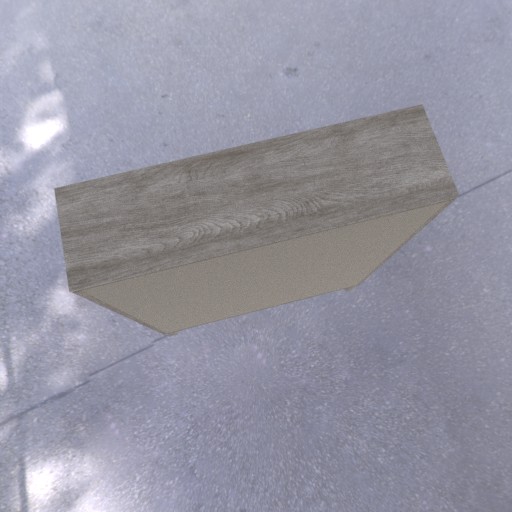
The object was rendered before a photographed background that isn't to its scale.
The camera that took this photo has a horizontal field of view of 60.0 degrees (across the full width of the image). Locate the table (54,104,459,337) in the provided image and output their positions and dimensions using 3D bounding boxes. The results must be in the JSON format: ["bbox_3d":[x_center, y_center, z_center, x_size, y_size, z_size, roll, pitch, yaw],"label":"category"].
[{"bbox_3d":[0.000,0.000,1.571,0.902,1.135,0.256,-14,75,-4],"label":"table"}]
